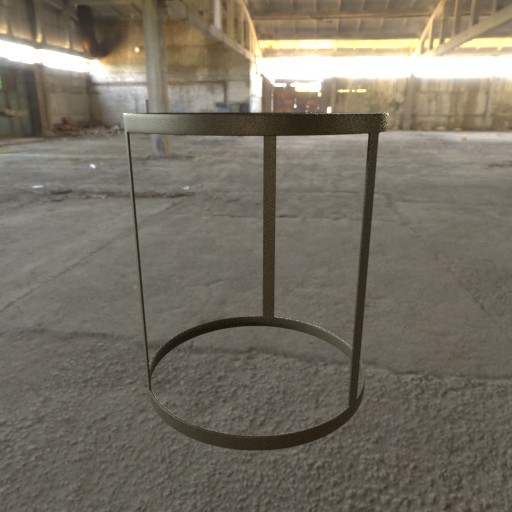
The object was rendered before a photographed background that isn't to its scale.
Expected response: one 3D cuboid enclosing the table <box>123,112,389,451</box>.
[{"bbox_3d":[0.000,0.000,0.921,0.480,0.565,0.480,0,18,0],"label":"table"}]
